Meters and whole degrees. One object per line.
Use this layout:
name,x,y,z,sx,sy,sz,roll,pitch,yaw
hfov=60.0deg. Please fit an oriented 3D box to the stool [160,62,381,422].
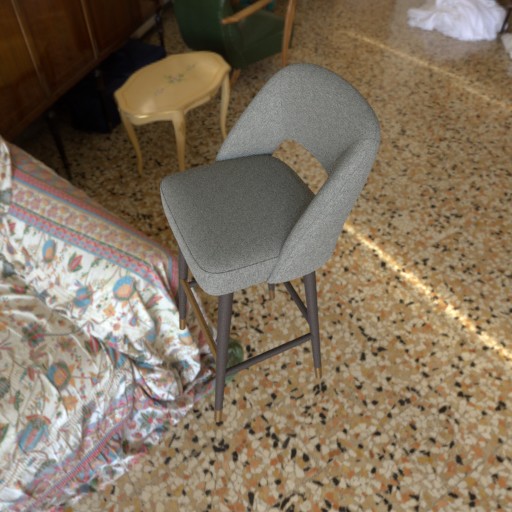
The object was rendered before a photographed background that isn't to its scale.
stool,0.000,0.000,1.447,0.524,1.089,0.536,-17,48,-16
